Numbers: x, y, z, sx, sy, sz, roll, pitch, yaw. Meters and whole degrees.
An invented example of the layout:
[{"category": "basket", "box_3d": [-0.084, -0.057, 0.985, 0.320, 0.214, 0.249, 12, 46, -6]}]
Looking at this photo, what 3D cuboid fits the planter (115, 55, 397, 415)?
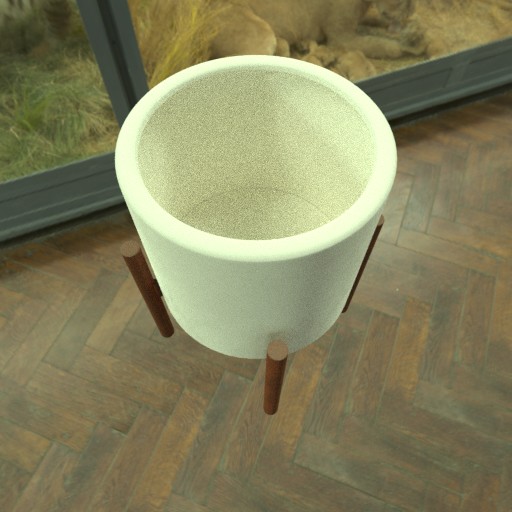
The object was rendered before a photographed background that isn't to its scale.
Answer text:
[{"category": "planter", "box_3d": [0.000, 0.000, 0.506, 0.224, 0.358, 0.224, 32, 64, 18]}]
